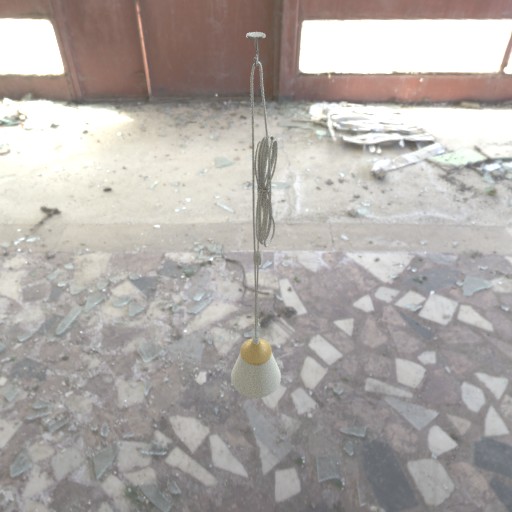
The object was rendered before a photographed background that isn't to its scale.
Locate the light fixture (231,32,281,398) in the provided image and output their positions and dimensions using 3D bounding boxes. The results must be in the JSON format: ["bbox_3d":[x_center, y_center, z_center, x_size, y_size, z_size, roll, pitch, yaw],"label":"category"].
[{"bbox_3d":[0.000,0.000,1.051,0.153,0.966,0.153,26,46,27],"label":"light fixture"}]
